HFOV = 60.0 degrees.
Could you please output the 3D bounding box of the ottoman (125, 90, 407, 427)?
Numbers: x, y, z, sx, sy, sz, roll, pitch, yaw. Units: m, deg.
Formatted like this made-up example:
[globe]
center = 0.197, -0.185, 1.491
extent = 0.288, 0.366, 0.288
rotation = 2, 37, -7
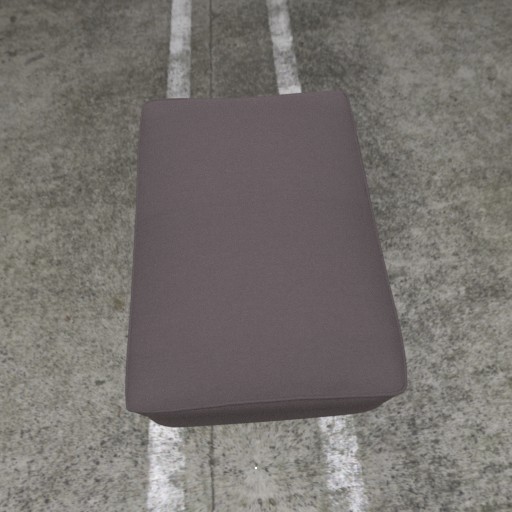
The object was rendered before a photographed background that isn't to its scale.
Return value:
[ottoman]
center = 0.000, 0.000, 0.984
extent = 0.508, 0.406, 0.686
rotation = -4, 64, -2
